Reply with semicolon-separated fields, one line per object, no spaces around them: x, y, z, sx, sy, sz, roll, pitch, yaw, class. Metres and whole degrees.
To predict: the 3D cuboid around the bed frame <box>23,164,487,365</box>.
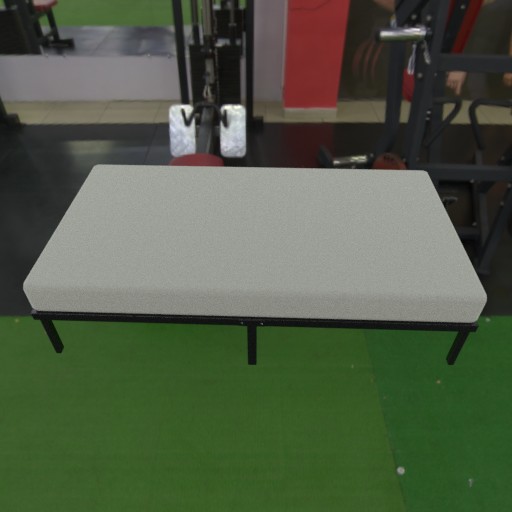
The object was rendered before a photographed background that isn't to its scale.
0.000;0.000;3.183;2.635;0.680;1.393;1;42;2;bed frame
